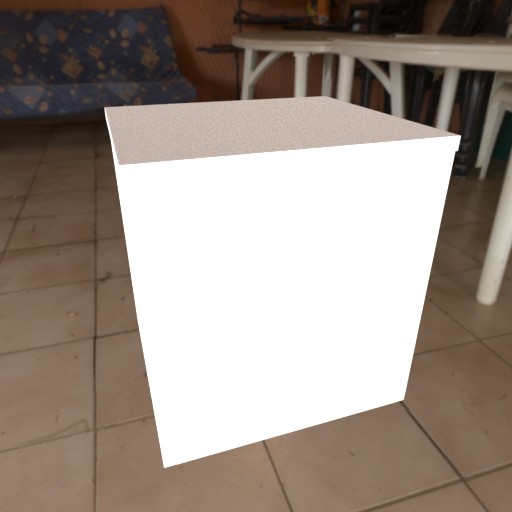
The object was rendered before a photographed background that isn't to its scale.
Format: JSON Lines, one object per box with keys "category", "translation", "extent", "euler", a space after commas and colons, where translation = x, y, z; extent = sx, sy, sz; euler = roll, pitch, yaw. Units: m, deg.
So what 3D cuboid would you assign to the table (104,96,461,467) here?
{"category": "table", "translation": [0.000, 0.000, 0.767], "extent": [0.420, 0.460, 0.380], "euler": [-9, 29, -17]}
